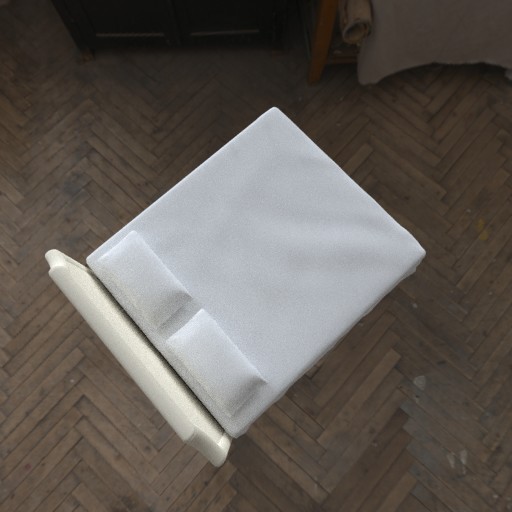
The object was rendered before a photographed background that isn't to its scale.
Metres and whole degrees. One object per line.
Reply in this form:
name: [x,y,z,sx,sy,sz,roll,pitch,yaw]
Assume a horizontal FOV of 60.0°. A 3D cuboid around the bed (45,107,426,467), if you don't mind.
bed: [0.000,0.000,4.170,2.773,1.590,2.350,-41,79,-10]
